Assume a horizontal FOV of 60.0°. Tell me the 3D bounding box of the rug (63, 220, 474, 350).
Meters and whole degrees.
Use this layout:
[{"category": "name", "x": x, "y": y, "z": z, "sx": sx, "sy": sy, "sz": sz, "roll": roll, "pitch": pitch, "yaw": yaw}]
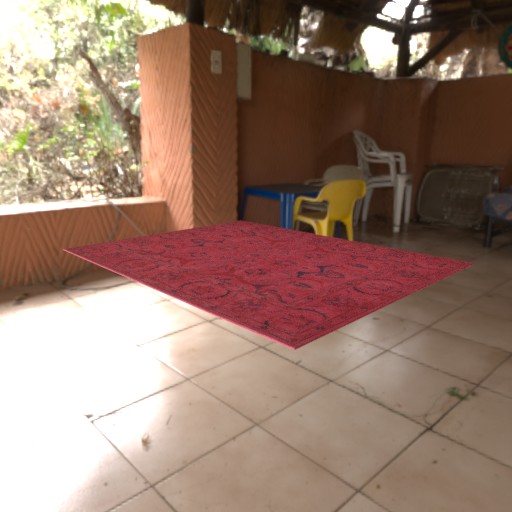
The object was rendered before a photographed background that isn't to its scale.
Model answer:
[{"category": "rug", "x": 0.000, "y": 0.000, "z": 3.988, "sx": 2.300, "sy": 0.012, "sz": 2.929, "roll": -14, "pitch": 20, "yaw": -42}]
